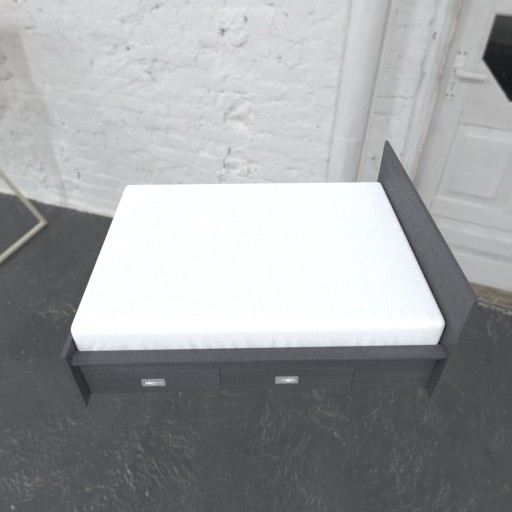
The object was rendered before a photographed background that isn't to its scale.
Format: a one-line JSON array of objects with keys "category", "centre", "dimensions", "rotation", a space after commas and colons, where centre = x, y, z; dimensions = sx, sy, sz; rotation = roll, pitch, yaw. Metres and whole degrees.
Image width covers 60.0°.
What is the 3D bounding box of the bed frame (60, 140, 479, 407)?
[{"category": "bed frame", "centre": [0.000, 0.000, 2.841], "dimensions": [1.960, 0.800, 1.622], "rotation": [-1, 40, -1]}]
